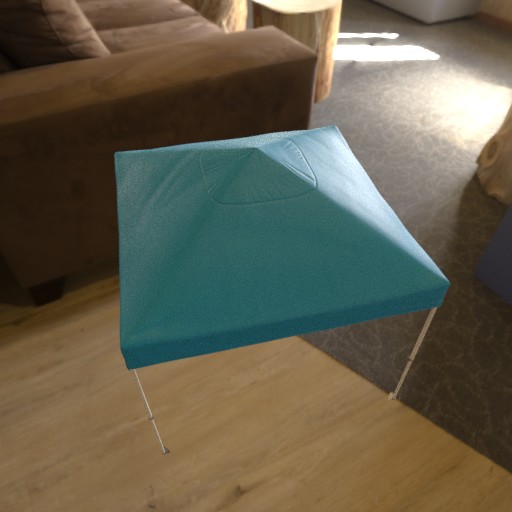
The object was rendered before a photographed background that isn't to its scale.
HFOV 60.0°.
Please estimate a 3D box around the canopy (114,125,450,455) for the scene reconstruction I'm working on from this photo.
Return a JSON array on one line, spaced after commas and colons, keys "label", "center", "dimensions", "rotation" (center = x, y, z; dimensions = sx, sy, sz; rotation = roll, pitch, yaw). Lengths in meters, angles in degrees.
[{"label": "canopy", "center": [0.000, 0.000, 5.368], "dimensions": [2.998, 2.997, 2.996], "rotation": [-10, 46, -9]}]
